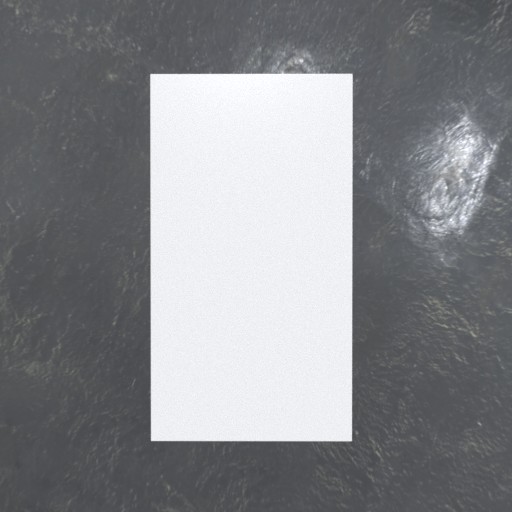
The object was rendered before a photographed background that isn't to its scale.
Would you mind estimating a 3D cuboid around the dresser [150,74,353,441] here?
[{"bbox_3d":[0.000,0.000,1.359,0.401,1.021,0.704,0,90,0],"label":"dresser"}]
